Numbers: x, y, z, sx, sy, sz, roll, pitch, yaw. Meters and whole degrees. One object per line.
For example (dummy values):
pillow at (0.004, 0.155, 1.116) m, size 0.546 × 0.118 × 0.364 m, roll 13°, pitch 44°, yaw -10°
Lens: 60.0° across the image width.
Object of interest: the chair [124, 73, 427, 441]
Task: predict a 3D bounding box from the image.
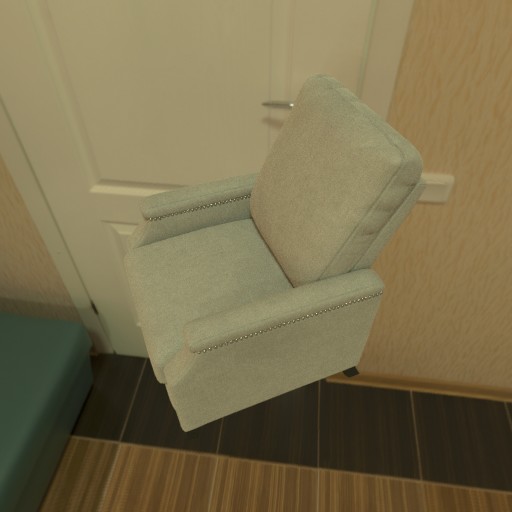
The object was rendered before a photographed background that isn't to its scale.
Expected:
chair at (0.000, 0.000, 1.628) m, size 0.922 × 1.049 × 0.710 m, roll -16°, pitch 49°, yaw -15°
